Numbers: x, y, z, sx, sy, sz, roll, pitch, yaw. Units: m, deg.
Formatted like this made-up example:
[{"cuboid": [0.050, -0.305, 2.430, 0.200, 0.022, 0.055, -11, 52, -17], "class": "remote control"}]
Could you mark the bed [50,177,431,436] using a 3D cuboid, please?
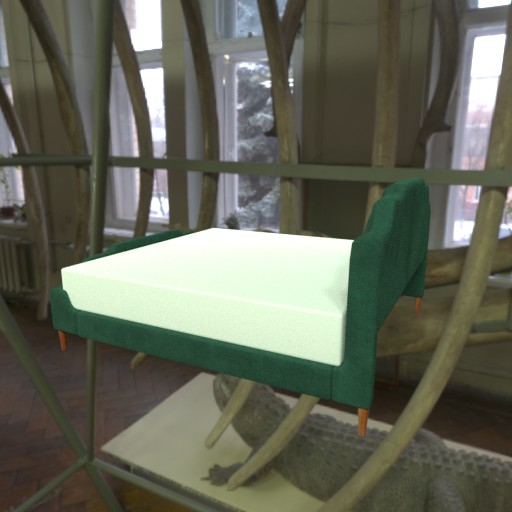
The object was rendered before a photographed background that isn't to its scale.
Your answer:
[{"cuboid": [0.000, 0.000, 3.518, 2.340, 1.245, 2.074, 7, 14, 26], "class": "bed"}]
